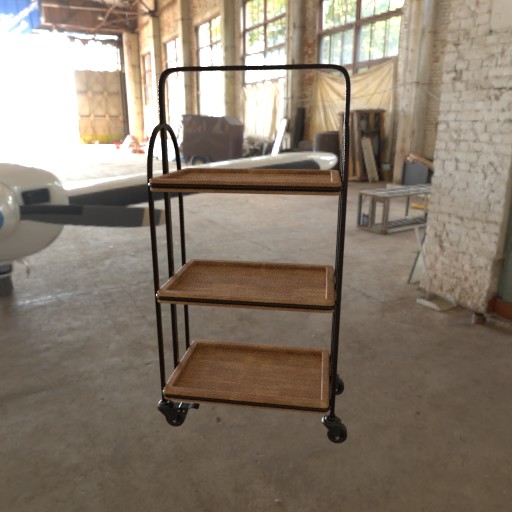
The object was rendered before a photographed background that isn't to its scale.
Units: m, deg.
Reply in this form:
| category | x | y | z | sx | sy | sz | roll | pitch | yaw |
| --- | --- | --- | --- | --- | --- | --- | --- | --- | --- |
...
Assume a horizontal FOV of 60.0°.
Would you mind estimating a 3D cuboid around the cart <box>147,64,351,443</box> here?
| category | x | y | z | sx | sy | sz | roll | pitch | yaw |
| --- | --- | --- | --- | --- | --- | --- | --- | --- | --- |
| cart | 0.000 | 0.000 | 1.258 | 0.553 | 1.001 | 0.327 | 3 | 17 | 8 |
